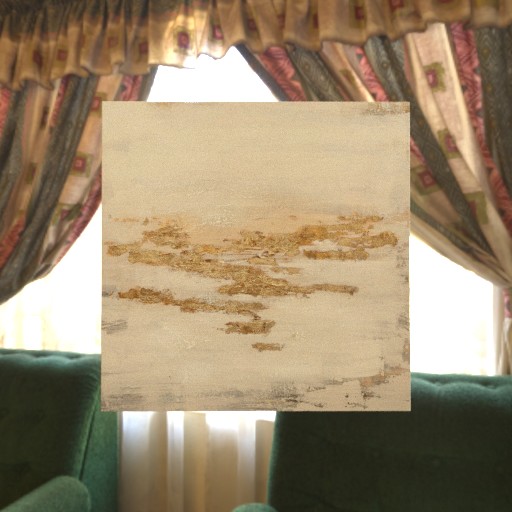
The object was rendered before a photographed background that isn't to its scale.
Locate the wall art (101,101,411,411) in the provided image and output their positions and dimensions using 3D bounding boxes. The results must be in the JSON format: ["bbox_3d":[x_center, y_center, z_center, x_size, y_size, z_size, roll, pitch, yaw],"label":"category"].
[{"bbox_3d":[0.000,0.000,1.098,0.753,0.755,0.038,0,0,0],"label":"wall art"}]
